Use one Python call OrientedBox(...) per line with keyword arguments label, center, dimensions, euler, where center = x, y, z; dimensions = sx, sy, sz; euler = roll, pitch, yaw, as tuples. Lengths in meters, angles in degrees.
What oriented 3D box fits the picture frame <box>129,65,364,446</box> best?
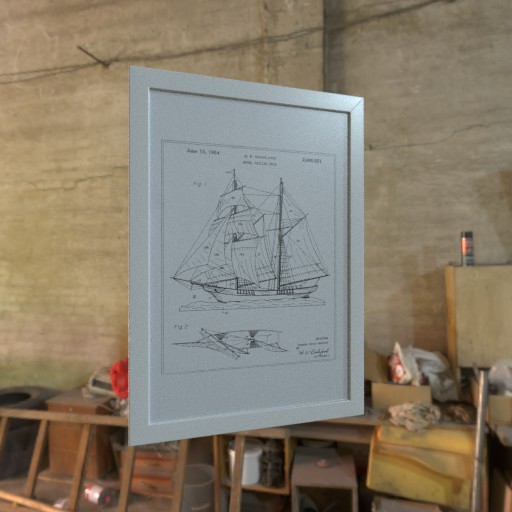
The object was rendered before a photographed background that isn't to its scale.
OrientedBox(label="picture frame", center=(0.000, 0.000, 0.687), dimensions=(0.381, 0.534, 0.012), euler=(0, 0, -19))
